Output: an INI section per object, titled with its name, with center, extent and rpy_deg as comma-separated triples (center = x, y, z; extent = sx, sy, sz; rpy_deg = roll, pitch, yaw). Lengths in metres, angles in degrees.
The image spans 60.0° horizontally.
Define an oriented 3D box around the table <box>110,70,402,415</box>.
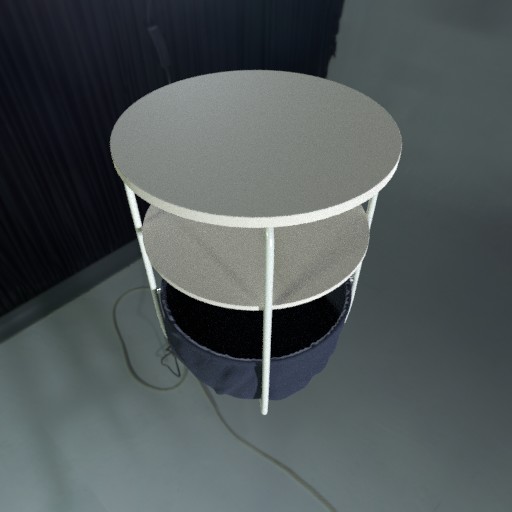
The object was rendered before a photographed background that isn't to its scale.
[table]
center = 0.000, 0.000, 0.838
extent = 0.418, 0.532, 0.418
rpy_deg = 31, 52, 27
